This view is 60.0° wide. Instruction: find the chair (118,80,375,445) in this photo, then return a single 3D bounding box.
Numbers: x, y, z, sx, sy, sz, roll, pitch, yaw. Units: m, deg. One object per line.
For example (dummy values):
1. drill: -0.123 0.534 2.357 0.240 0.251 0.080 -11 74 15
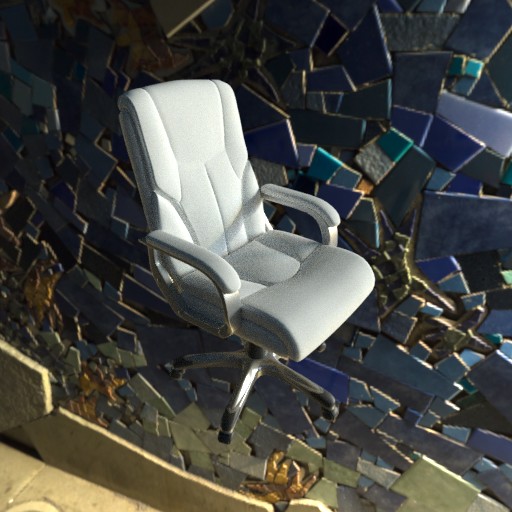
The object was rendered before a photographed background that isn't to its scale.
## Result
1. chair: 0.000 0.000 1.566 0.738 1.120 0.687 19 33 33
